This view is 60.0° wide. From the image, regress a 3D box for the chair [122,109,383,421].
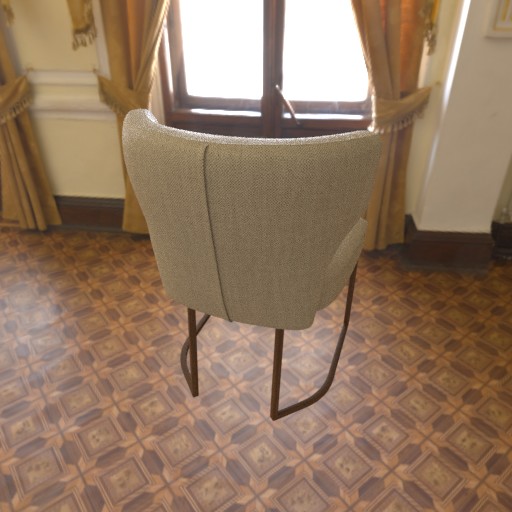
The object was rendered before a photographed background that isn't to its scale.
[{"bbox_3d":[0.000,0.000,1.259,0.611,0.824,0.617,11,33,17],"label":"chair"}]
